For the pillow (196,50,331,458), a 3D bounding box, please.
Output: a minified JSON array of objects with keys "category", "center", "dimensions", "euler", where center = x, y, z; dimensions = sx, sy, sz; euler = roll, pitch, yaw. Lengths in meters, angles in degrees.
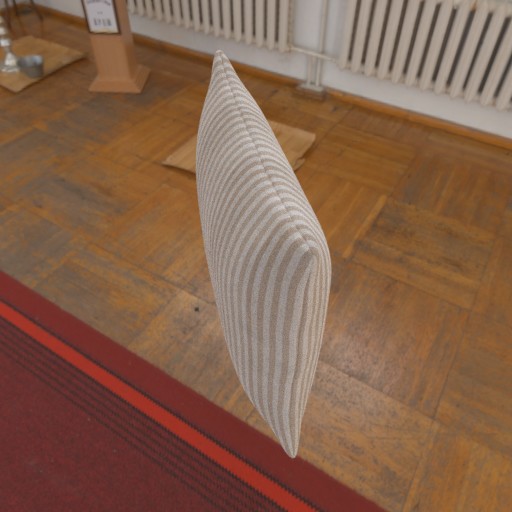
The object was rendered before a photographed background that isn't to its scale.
[{"category":"pillow","center":[0.000,0.000,0.776],"dimensions":[0.166,0.510,0.523],"euler":[-10,46,-9]}]
